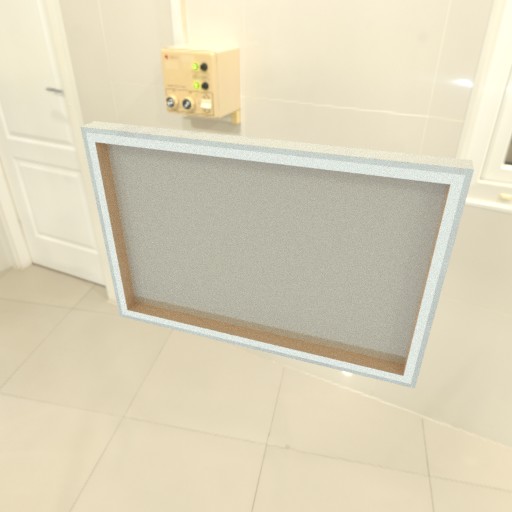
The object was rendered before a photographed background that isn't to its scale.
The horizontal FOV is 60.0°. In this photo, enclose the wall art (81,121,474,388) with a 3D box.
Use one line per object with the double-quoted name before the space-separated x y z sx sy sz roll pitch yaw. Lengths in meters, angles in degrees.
"wall art" 0.000 0.000 0.779 0.609 0.407 0.038 10 33 16
